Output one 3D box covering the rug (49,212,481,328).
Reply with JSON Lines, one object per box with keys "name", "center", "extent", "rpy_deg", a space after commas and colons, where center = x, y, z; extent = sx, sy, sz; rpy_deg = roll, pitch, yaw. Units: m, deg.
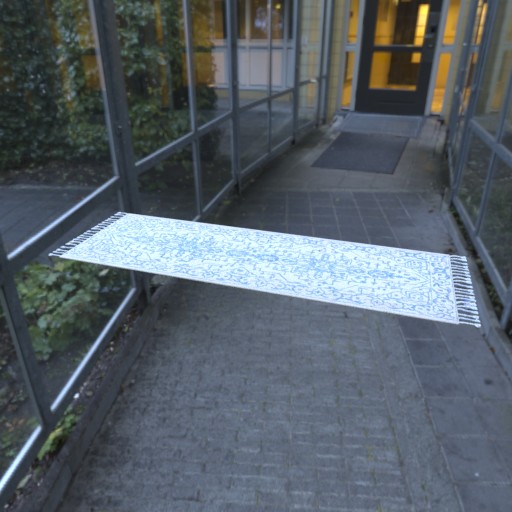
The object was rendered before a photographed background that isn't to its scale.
{"name": "rug", "center": [0.000, 0.000, 2.713], "extent": [2.449, 0.011, 0.774], "rpy_deg": [8, 28, 16]}
